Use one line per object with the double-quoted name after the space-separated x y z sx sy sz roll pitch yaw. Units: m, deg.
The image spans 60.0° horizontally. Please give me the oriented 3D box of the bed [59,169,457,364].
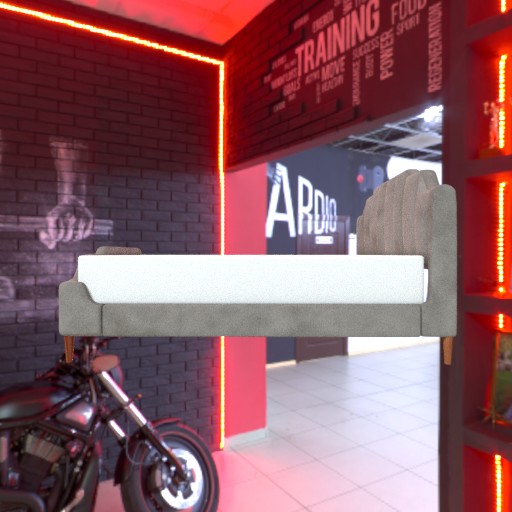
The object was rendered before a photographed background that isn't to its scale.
0.000 0.000 3.585 2.340 1.245 2.074 0 0 1 "bed"
